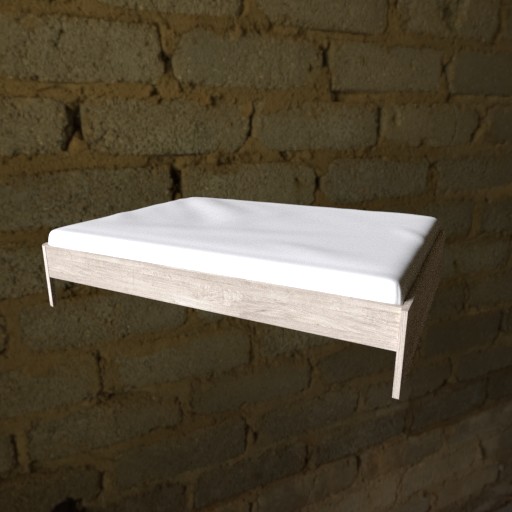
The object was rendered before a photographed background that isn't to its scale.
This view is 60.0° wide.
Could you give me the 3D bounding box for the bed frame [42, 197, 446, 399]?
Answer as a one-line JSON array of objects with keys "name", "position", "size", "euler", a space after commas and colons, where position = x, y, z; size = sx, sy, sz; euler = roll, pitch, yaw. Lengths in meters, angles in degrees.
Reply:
[{"name": "bed frame", "position": [0.000, 0.000, 2.637], "size": [1.950, 0.462, 1.490], "euler": [8, 18, 26]}]
